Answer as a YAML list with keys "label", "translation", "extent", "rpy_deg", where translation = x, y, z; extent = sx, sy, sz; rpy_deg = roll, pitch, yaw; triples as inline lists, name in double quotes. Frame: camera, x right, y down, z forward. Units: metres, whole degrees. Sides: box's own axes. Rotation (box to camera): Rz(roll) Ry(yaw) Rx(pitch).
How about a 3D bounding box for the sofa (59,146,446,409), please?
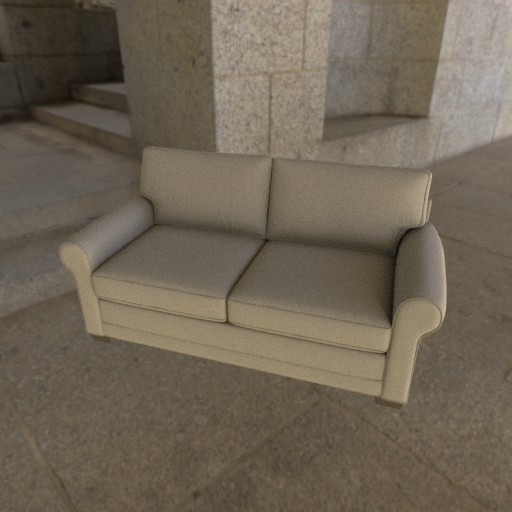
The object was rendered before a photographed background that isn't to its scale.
- label: "sofa"
  translation: [0.000, 0.000, 2.444]
  extent: [1.930, 0.952, 0.940]
  rpy_deg: [8, 28, 16]
